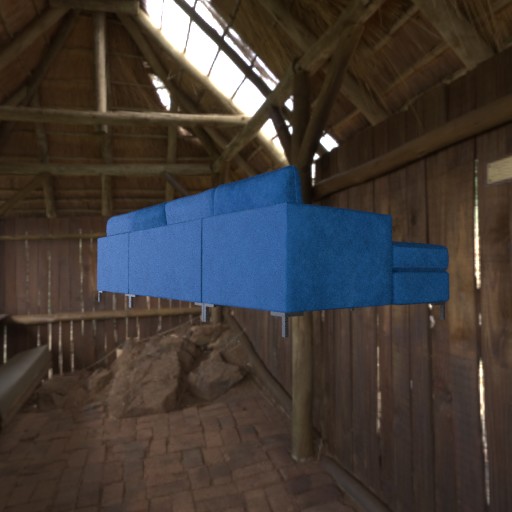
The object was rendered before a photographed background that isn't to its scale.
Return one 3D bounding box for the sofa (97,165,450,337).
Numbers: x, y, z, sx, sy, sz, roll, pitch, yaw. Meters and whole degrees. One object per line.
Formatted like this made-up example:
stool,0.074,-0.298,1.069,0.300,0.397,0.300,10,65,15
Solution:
sofa,0.000,0.000,4.317,2.055,0.992,3.434,1,-2,-36
